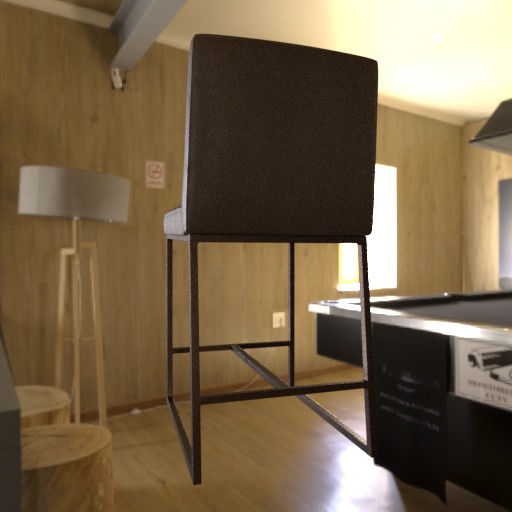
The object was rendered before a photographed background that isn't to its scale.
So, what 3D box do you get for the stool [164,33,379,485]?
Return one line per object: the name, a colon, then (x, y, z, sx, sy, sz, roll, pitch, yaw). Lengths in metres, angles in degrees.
stool: (0.000, 0.000, 1.235, 0.463, 0.946, 0.562, 0, 0, -17)
